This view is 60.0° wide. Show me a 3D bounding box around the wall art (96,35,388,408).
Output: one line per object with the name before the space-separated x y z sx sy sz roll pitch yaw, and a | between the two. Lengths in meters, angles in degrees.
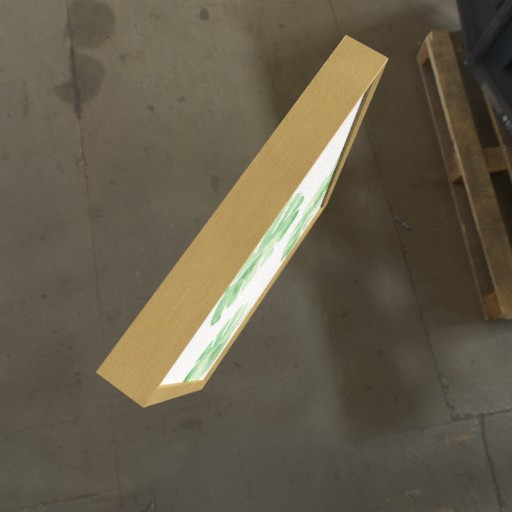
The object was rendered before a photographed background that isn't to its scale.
wall art | 0.000 0.000 0.455 0.038 0.305 0.305 33 78 8
